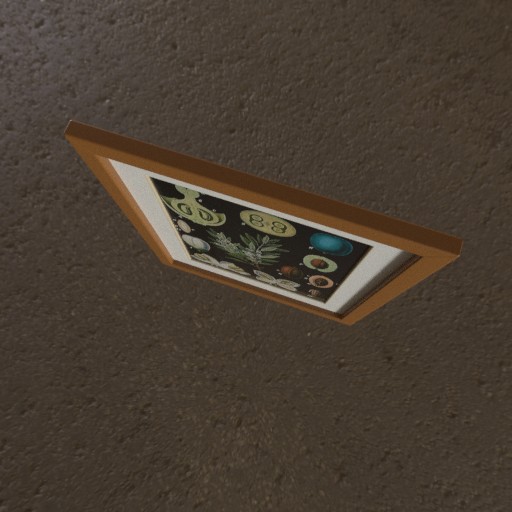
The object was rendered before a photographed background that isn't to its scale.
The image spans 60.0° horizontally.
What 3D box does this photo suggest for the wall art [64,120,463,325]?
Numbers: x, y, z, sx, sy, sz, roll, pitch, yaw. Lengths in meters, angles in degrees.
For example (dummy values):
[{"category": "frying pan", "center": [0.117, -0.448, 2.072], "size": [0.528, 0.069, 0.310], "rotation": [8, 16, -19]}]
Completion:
[{"category": "wall art", "center": [0.000, 0.000, 0.742], "size": [0.449, 0.550, 0.021], "rotation": [18, 75, 5]}]
